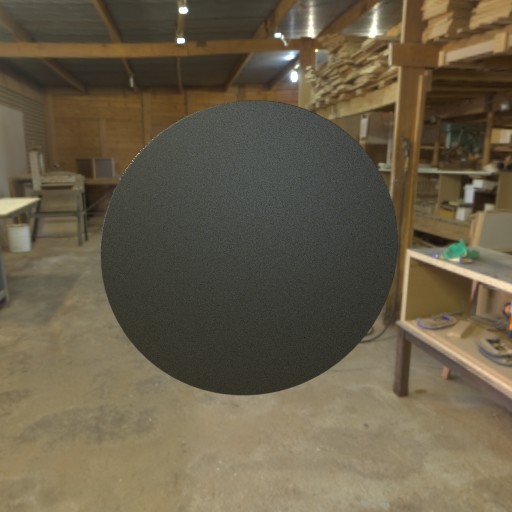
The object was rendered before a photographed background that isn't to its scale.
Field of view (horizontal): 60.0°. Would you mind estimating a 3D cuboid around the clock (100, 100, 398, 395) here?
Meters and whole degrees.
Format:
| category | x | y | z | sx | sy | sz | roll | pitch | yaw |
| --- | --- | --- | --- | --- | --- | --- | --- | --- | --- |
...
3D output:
| category | x | y | z | sx | sy | sz | roll | pitch | yaw |
| --- | --- | --- | --- | --- | --- | --- | --- | --- | --- |
| clock | 0.000 | 0.000 | 0.686 | 0.454 | 0.454 | 0.038 | -2 | 13 | -10 |
